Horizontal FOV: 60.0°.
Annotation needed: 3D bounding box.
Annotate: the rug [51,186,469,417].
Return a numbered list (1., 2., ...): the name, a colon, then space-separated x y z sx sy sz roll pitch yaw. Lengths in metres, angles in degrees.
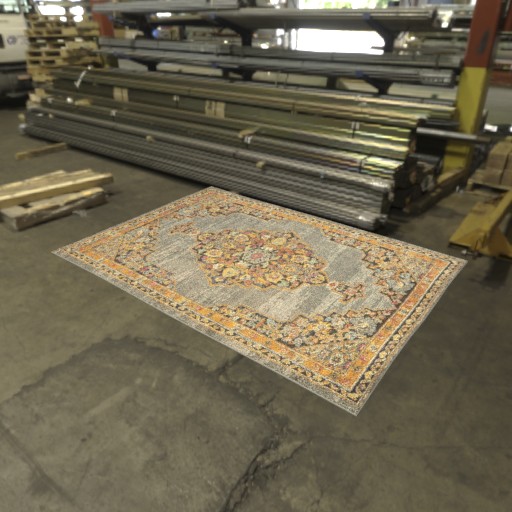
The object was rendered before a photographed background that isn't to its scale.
1. rug: 0.000 0.000 3.968 3.063 0.024 2.158 21 35 32
